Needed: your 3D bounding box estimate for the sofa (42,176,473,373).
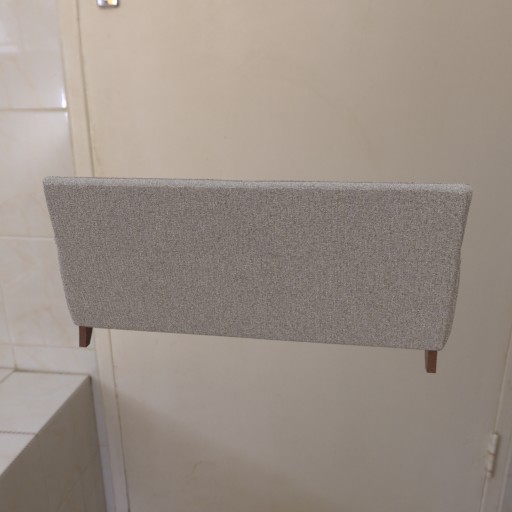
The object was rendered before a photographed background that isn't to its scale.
[{"bbox_3d":[0.000,0.000,2.517,2.026,0.942,0.854,2,16,8],"label":"sofa"}]
